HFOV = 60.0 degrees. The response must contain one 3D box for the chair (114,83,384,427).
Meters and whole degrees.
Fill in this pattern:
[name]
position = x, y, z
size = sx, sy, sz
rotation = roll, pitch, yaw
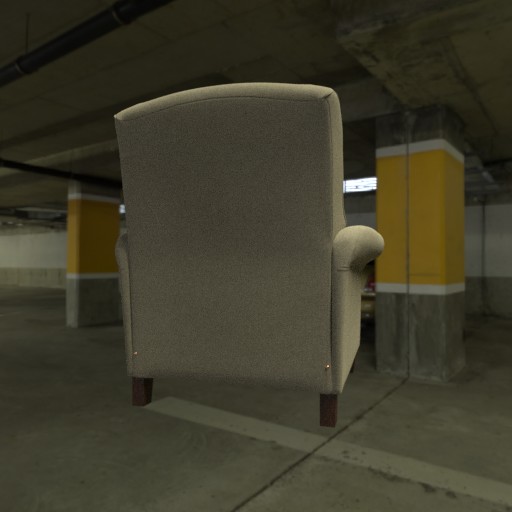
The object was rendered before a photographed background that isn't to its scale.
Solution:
[chair]
position = 0.000, 0.000, 1.784
size = 0.978, 1.061, 0.905
rotation = 0, -1, 17
